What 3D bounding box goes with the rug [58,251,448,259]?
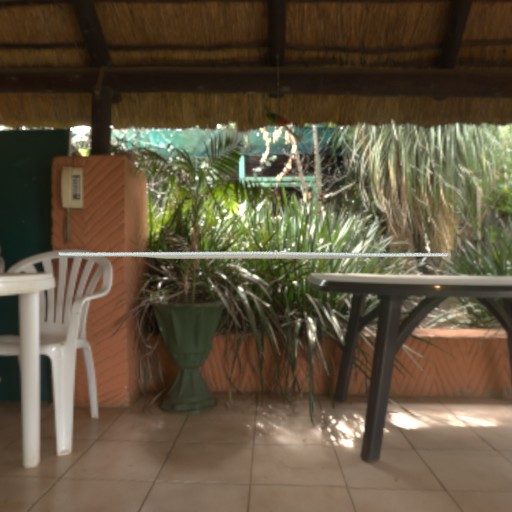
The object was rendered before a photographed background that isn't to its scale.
[{"bbox_3d":[0.000,0.000,2.972,1.613,0.030,2.306,0,-1,1],"label":"rug"}]
